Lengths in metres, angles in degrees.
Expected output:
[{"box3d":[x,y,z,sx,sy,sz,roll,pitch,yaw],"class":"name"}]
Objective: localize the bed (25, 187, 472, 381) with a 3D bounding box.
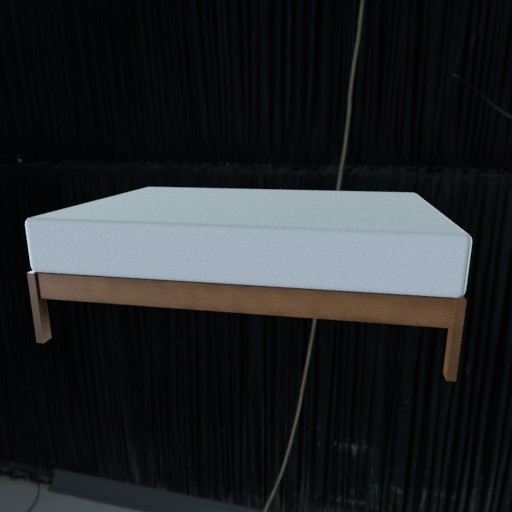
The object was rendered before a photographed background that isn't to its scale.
[{"box3d":[0.000,0.000,2.553,1.927,0.616,1.348,3,15,10],"class":"bed"}]
